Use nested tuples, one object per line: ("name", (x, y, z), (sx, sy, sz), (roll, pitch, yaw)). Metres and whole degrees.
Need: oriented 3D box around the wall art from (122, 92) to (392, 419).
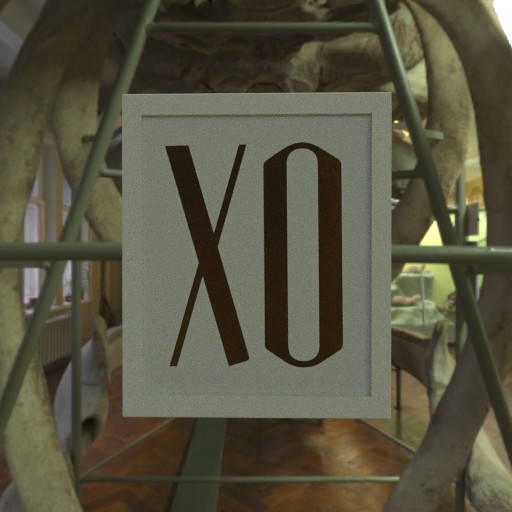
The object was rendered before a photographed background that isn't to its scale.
("wall art", (0.000, 0.000, 0.741), (0.444, 0.536, 0.020), (0, 0, 1))
